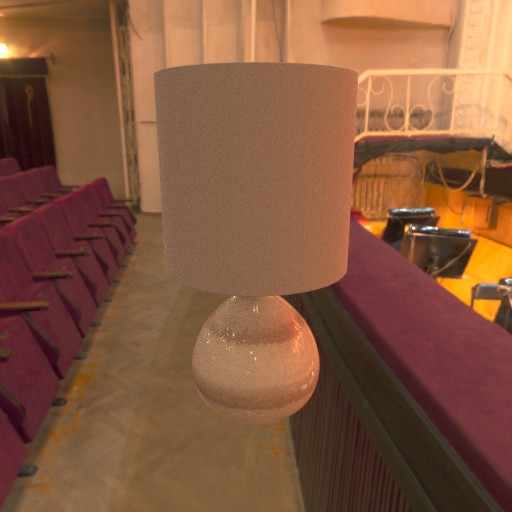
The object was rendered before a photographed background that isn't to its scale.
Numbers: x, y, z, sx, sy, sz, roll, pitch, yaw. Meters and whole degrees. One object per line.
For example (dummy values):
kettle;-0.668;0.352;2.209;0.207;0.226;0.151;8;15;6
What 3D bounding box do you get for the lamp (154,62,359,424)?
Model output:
lamp;0.000;0.000;0.535;0.217;0.404;0.217;-2;16;-8
